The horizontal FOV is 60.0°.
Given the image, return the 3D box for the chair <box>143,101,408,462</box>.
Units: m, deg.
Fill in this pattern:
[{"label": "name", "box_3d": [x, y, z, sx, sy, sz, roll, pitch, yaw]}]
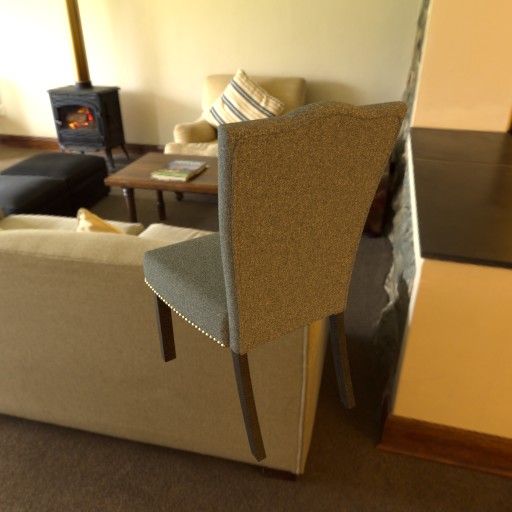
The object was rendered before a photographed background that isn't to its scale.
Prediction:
[{"label": "chair", "box_3d": [0.000, 0.000, 1.318, 0.518, 0.946, 0.589, -17, 33, -29]}]
